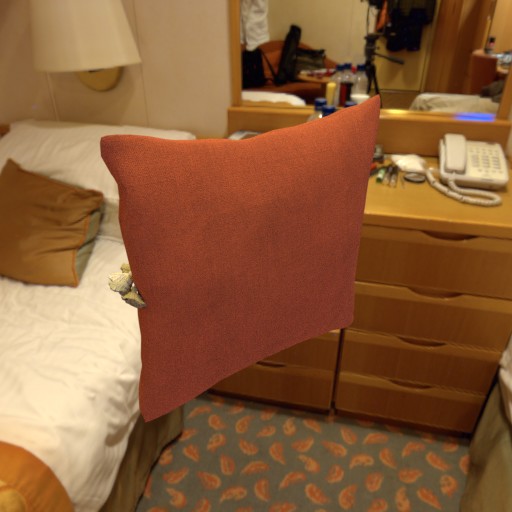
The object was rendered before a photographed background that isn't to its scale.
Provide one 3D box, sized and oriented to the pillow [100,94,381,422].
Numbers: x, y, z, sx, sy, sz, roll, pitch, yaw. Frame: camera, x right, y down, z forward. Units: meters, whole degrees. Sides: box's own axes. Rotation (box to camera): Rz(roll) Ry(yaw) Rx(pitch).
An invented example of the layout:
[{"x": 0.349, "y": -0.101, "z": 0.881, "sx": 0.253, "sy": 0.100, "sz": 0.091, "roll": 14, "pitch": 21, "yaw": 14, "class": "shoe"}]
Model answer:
[{"x": 0.000, "y": 0.000, "z": 0.752, "sx": 0.490, "sy": 0.482, "sz": 0.165, "roll": -18, "pitch": 35, "yaw": -28, "class": "pillow"}]
